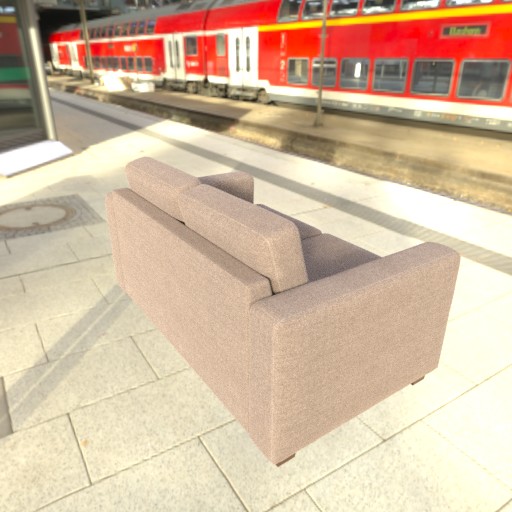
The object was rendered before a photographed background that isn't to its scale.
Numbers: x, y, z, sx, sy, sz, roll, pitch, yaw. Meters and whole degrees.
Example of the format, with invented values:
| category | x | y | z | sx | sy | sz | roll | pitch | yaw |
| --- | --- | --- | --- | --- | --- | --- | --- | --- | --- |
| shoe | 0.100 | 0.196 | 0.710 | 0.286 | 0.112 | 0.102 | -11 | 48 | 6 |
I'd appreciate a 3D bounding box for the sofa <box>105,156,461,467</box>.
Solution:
| category | x | y | z | sx | sy | sz | roll | pitch | yaw |
| --- | --- | --- | --- | --- | --- | --- | --- | --- | --- |
| sofa | 0.000 | 0.000 | 2.044 | 0.900 | 0.800 | 1.520 | -16 | 29 | -31 |
